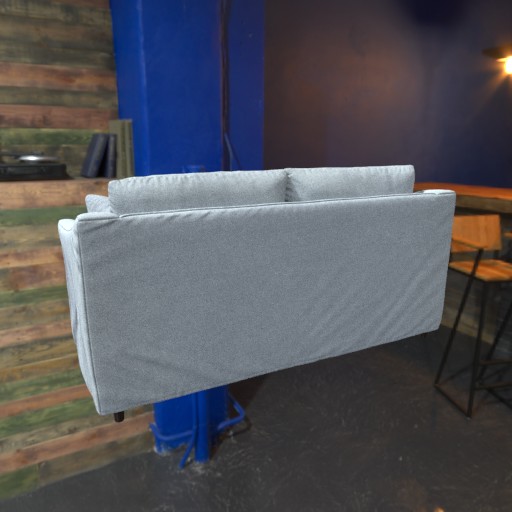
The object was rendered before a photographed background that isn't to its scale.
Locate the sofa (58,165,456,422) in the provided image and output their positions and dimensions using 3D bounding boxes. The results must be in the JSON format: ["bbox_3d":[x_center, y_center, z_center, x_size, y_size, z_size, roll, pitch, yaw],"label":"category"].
[{"bbox_3d":[0.000,0.000,2.550,2.010,1.018,1.072,-7,16,-27],"label":"sofa"}]
